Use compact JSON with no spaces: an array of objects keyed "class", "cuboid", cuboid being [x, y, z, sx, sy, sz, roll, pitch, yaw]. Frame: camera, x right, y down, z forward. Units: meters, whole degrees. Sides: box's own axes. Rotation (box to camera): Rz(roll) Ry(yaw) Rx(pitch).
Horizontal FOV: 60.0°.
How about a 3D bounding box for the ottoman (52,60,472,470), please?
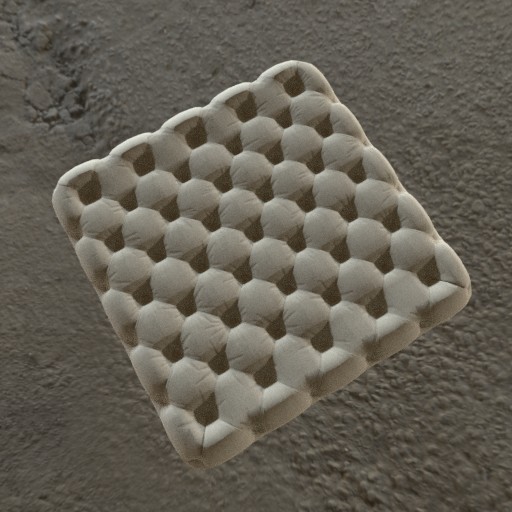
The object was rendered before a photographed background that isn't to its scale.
[{"class":"ottoman","cuboid":[0.000,0.000,1.169,0.753,0.376,0.755,-30,77,-8]}]
